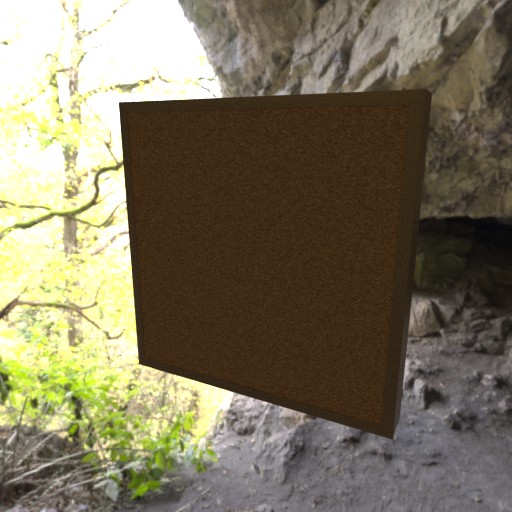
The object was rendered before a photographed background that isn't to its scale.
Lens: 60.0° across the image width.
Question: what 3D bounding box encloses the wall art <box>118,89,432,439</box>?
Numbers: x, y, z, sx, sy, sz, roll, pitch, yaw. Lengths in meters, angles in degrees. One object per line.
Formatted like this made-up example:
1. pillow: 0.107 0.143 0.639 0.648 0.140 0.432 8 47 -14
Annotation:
1. wall art: 0.000 0.000 0.453 0.304 0.305 0.038 8 17 26
